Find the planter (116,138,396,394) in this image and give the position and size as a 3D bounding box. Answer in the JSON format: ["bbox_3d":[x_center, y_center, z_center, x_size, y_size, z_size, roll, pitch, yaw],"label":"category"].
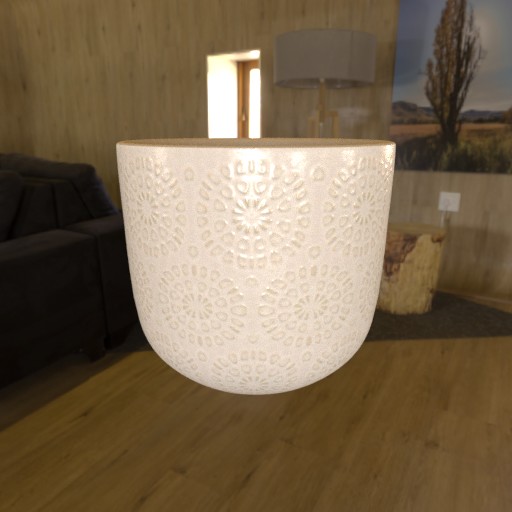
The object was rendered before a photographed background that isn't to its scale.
[{"bbox_3d":[0.000,0.000,0.302,0.170,0.152,0.170,0,16,0],"label":"planter"}]
